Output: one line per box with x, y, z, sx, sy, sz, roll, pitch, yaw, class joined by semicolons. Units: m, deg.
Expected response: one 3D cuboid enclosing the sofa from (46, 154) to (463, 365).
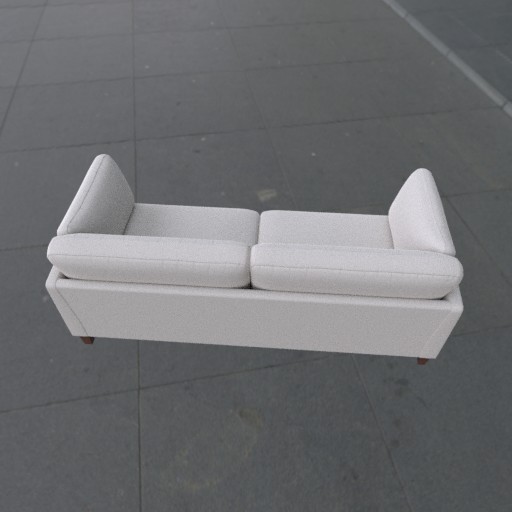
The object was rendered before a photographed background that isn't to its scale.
0.000;0.000;2.801;2.301;0.863;0.957;3;48;3;sofa
